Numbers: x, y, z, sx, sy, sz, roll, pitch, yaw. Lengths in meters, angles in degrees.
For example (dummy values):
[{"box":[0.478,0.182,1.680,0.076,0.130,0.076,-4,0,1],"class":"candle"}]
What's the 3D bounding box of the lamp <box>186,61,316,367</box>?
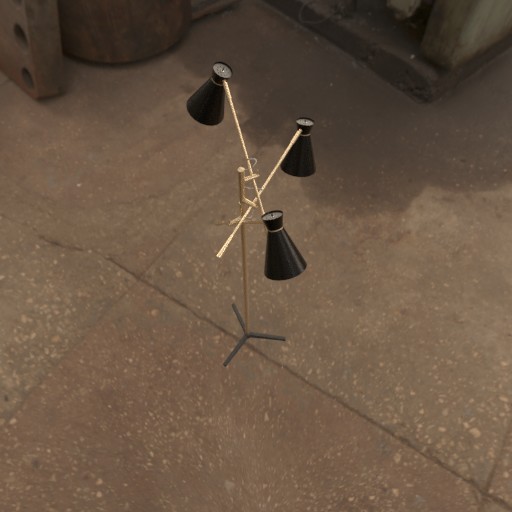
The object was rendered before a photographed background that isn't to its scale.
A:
[{"box":[0.000,0.000,2.209,0.750,1.804,0.653,31,62,18],"class":"lamp"}]
